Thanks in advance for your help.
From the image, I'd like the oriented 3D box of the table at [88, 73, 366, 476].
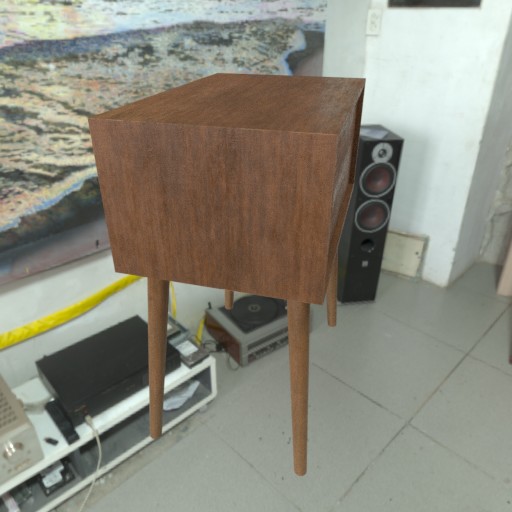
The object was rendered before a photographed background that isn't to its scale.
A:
[{"bbox_3d":[0.000,0.000,0.832,0.307,0.580,0.454,8,30,14],"label":"table"}]
